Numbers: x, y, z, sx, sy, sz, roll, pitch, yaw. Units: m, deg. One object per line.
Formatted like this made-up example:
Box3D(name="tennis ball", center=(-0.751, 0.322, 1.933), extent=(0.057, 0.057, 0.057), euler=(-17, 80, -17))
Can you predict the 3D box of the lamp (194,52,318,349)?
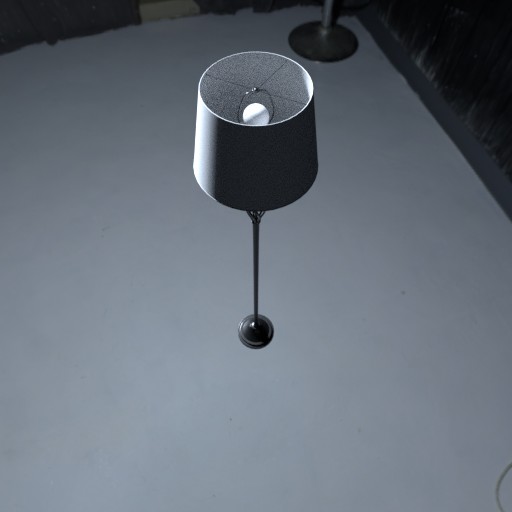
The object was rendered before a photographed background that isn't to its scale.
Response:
Box3D(name="lamp", center=(0.000, 0.000, 1.809), extent=(0.379, 1.623, 0.379), euler=(0, 58, 0))
